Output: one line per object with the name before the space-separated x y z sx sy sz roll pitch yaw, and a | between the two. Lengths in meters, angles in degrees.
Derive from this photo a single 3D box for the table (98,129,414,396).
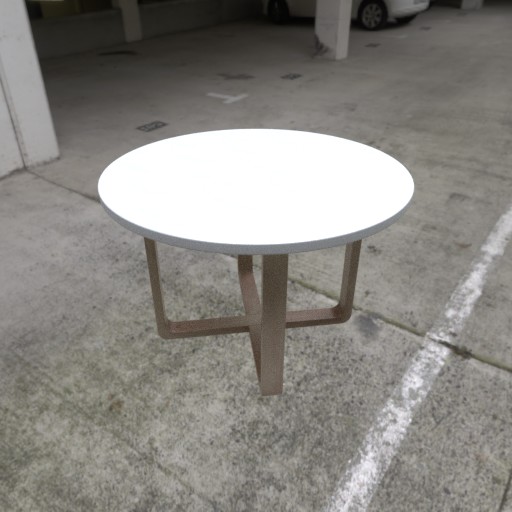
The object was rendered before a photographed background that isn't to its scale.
table | 0.000 0.000 0.981 0.600 0.400 0.600 0 31 0
